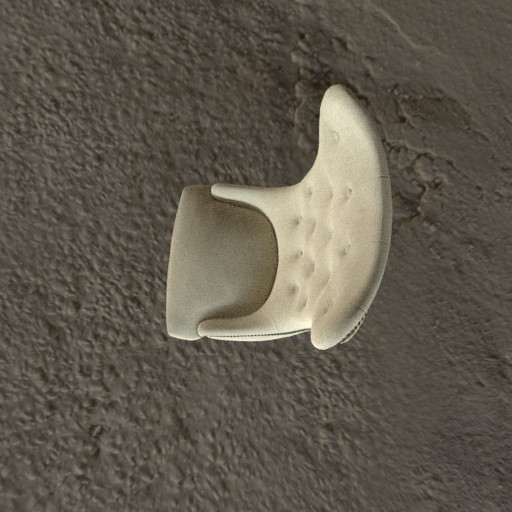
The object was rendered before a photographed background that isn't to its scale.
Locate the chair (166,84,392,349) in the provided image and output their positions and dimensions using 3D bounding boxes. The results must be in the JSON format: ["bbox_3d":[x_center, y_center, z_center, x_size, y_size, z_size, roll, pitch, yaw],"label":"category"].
[{"bbox_3d":[0.000,0.000,1.424,0.590,1.065,0.584,4,77,1],"label":"chair"}]
